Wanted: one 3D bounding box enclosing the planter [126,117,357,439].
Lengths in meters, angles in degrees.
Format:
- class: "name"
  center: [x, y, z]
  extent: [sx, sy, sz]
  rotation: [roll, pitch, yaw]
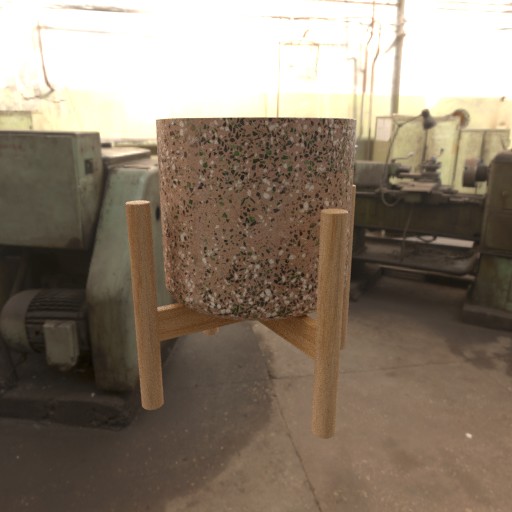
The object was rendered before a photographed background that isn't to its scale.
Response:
- class: "planter"
  center: [0.000, 0.000, 0.545]
  extent: [0.284, 0.320, 0.284]
  rotation: [-2, 16, -8]
